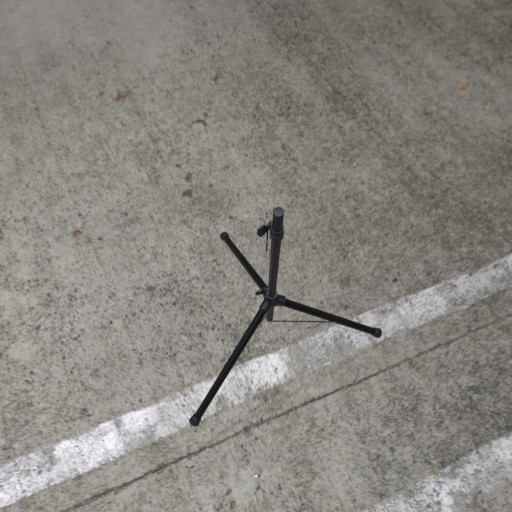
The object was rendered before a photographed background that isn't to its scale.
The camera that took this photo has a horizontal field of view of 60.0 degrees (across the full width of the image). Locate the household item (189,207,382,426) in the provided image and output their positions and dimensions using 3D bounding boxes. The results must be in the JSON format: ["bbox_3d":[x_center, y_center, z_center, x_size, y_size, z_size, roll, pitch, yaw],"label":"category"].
[{"bbox_3d":[0.000,0.000,1.847,1.045,1.136,0.907,-21,66,-10],"label":"household item"}]
